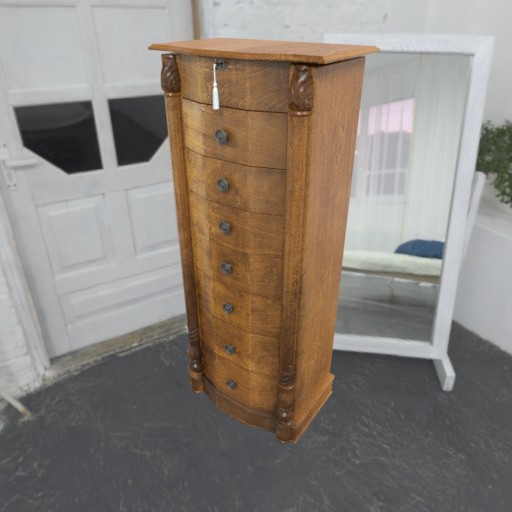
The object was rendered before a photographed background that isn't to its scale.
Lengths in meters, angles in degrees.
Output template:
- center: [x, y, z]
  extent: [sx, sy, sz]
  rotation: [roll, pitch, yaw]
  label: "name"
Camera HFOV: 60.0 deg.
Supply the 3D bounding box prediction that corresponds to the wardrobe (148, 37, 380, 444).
- center: [0.000, 0.000, 1.115]
  extent: [0.406, 0.959, 0.273]
  rotation: [19, 35, 30]
  label: "wardrobe"
